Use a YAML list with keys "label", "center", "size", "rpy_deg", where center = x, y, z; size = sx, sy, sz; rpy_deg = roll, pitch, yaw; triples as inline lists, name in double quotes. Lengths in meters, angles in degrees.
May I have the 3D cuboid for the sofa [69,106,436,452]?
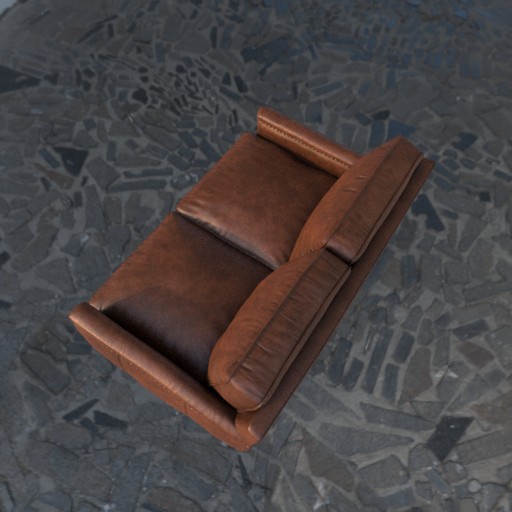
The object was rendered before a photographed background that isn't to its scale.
- label: "sofa"
  center: [0.000, 0.000, 2.262]
  size: [1.083, 1.003, 1.628]
  rpy_deg: [31, 66, 15]
